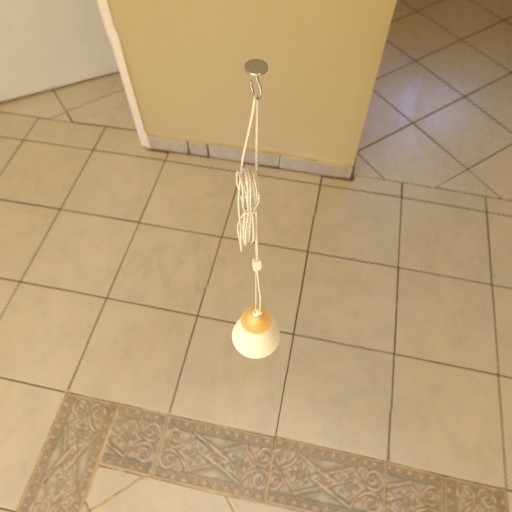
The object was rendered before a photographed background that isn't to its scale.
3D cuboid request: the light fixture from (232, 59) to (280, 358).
[{"bbox_3d":[0.000,0.000,1.002,0.153,0.966,0.153,2,58,1],"label":"light fixture"}]
